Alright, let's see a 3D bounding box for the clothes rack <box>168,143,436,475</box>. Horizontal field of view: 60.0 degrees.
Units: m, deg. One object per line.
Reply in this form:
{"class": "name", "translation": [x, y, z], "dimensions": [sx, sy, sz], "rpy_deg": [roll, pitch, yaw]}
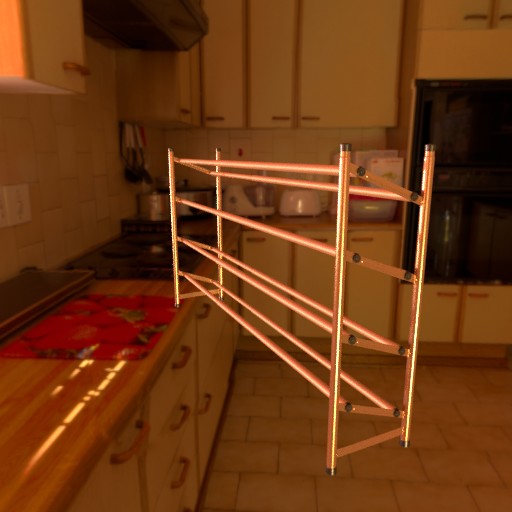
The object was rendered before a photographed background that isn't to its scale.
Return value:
{"class": "clothes rack", "translation": [0.000, 0.000, 1.403], "dimensions": [0.229, 0.672, 1.168], "rpy_deg": [-6, 15, -25]}
